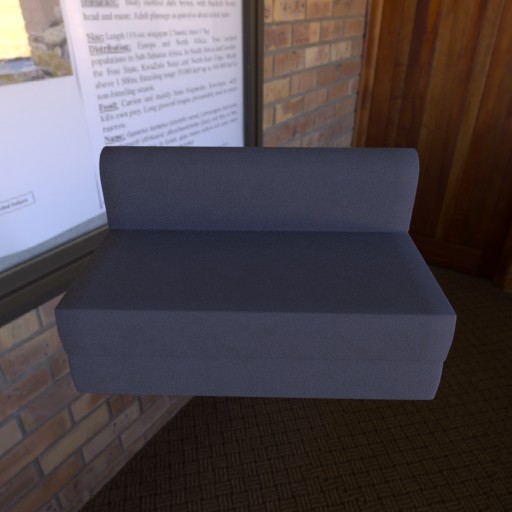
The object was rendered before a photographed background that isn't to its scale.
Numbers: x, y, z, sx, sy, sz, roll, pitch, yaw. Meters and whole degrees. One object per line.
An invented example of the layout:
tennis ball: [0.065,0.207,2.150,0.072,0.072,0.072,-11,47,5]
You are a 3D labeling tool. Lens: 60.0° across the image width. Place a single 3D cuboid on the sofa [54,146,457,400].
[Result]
sofa: [0.000,0.000,1.645,1.219,0.660,0.762,1,30,1]
